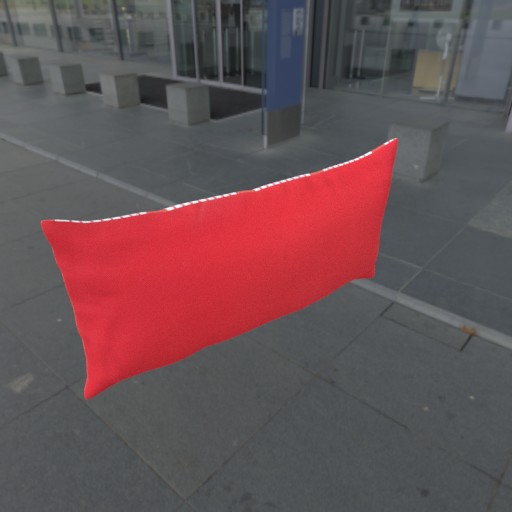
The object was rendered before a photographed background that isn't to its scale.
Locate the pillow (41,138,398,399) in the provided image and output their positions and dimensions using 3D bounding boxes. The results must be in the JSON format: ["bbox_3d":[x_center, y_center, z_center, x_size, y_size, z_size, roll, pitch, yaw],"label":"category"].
[{"bbox_3d":[0.000,0.000,0.728,0.608,0.297,0.151,-19,35,-29],"label":"pillow"}]
